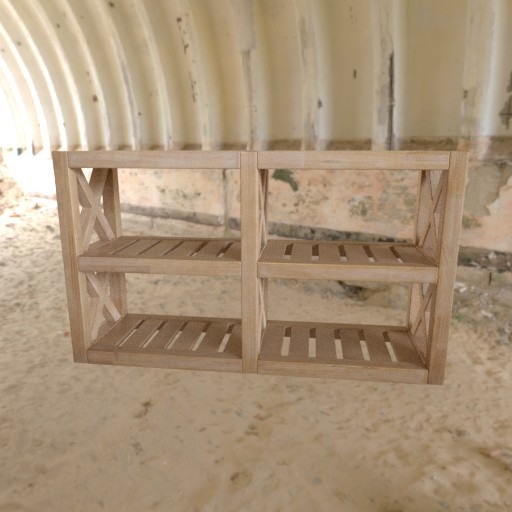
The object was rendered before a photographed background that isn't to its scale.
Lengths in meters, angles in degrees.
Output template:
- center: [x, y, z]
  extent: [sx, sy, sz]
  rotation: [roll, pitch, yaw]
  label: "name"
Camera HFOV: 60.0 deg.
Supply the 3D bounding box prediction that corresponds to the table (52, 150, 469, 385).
- center: [0.000, 0.000, 1.650]
  extent: [1.320, 0.762, 0.381]
  rotation: [2, 14, 7]
  label: "table"
